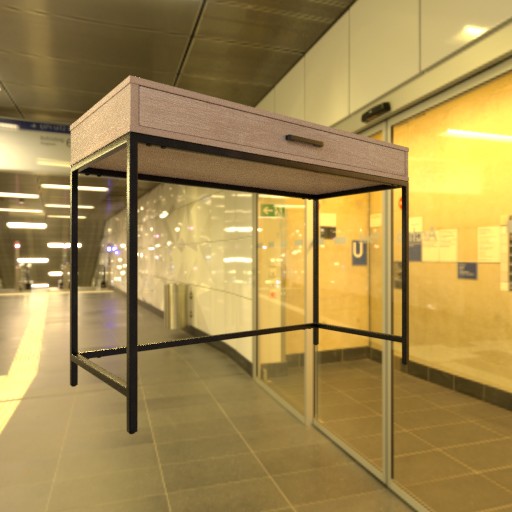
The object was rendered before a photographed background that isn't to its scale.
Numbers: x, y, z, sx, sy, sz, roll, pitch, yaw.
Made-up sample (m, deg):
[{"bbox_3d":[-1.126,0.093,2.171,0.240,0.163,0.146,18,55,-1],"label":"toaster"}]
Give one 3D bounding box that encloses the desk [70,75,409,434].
[{"bbox_3d":[0.000,0.000,1.423,1.016,0.762,0.470,0,0,-38],"label":"desk"}]
